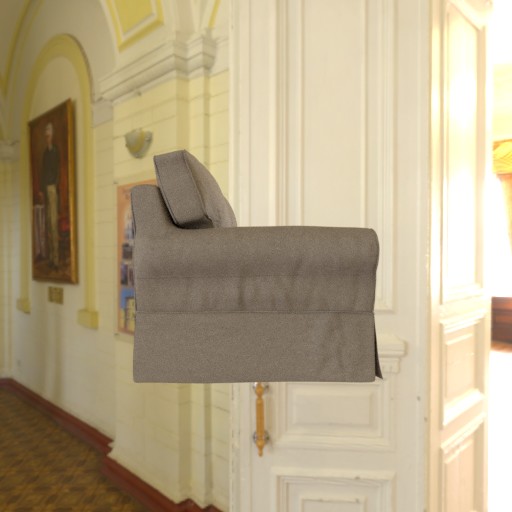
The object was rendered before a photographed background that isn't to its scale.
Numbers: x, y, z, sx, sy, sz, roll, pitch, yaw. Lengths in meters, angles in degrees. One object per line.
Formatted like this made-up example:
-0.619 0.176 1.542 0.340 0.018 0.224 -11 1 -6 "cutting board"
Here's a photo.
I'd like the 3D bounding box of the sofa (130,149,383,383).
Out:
0.000 0.000 2.771 0.991 0.943 2.248 0 1 0 "sofa"
